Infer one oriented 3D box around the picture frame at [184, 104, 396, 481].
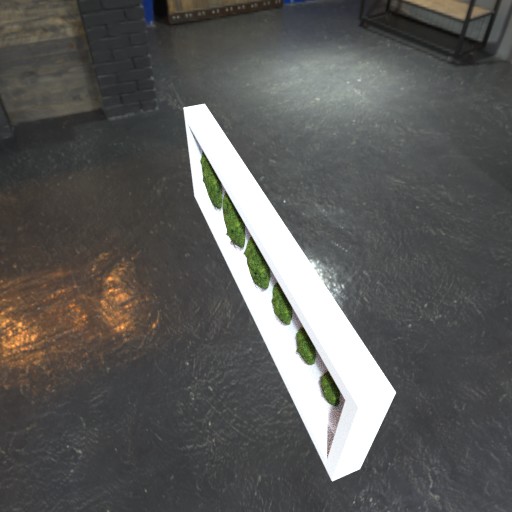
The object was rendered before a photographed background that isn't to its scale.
[{"bbox_3d":[0.000,0.000,0.845,0.050,0.250,0.759,-16,48,-15],"label":"picture frame"}]
